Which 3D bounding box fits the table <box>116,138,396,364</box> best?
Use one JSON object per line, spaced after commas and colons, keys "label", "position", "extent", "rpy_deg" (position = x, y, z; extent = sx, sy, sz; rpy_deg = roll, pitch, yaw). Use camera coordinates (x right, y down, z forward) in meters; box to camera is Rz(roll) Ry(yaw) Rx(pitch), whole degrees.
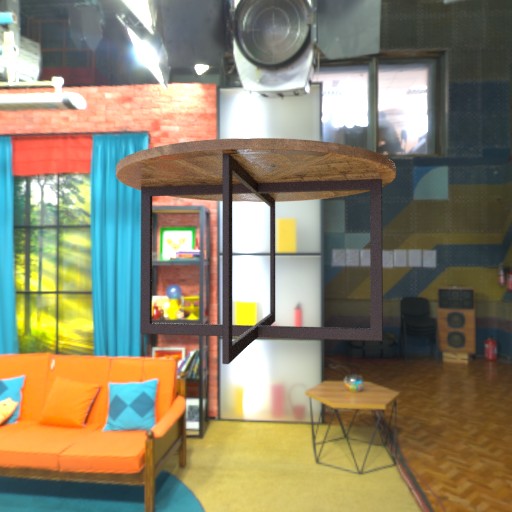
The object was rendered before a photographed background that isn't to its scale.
{"label": "table", "position": [0.000, 0.000, 2.093], "extent": [1.264, 0.762, 1.264], "rpy_deg": [0, -1, 0]}
